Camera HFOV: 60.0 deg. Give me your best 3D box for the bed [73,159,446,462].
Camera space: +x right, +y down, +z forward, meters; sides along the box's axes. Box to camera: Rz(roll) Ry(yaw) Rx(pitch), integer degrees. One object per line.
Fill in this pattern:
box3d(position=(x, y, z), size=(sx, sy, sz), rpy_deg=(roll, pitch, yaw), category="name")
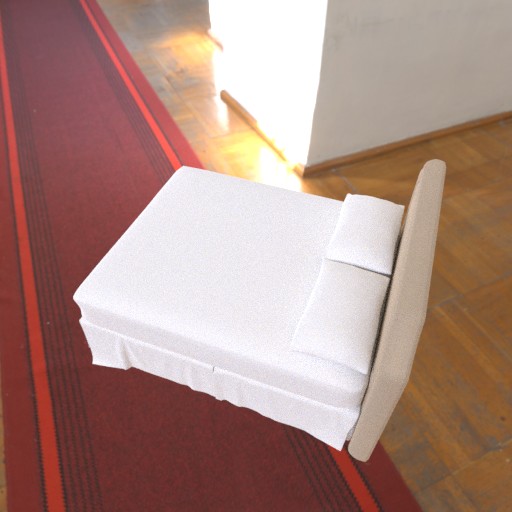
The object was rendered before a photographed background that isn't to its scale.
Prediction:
box3d(position=(0.000, 0.000, 3.223), size=(2.204, 1.301, 1.828), rpy_deg=(15, 48, 14), category="bed")
